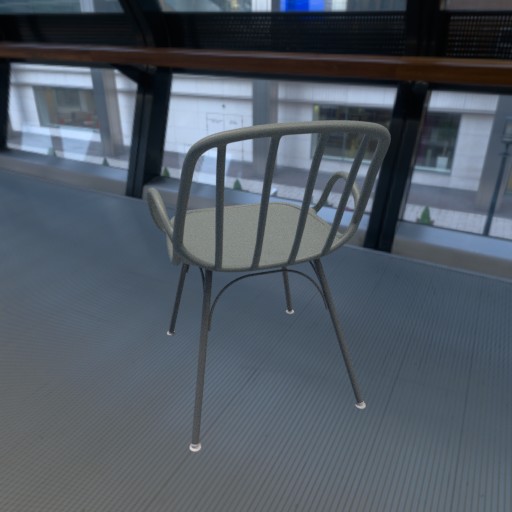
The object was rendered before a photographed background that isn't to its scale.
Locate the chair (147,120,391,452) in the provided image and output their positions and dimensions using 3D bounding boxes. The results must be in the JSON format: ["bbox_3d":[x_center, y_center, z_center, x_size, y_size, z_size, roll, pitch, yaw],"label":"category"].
[{"bbox_3d":[0.000,0.000,1.241,0.549,0.816,0.597,-8,27,-16],"label":"chair"}]
